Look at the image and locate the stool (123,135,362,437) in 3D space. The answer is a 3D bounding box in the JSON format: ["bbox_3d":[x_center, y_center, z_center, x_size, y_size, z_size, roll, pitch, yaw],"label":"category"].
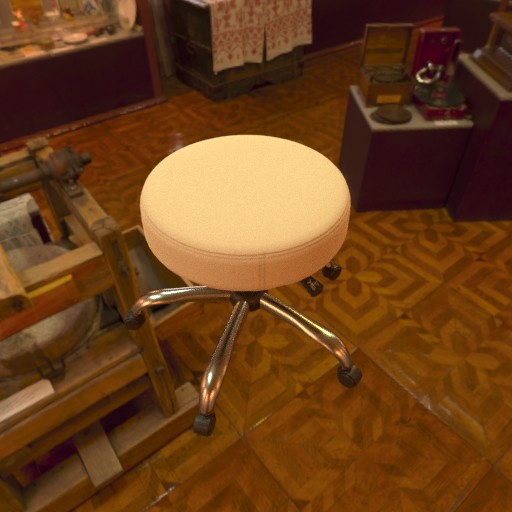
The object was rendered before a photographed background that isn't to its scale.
[{"bbox_3d":[0.000,0.000,1.061,0.614,0.482,0.634,-27,49,-25],"label":"stool"}]
